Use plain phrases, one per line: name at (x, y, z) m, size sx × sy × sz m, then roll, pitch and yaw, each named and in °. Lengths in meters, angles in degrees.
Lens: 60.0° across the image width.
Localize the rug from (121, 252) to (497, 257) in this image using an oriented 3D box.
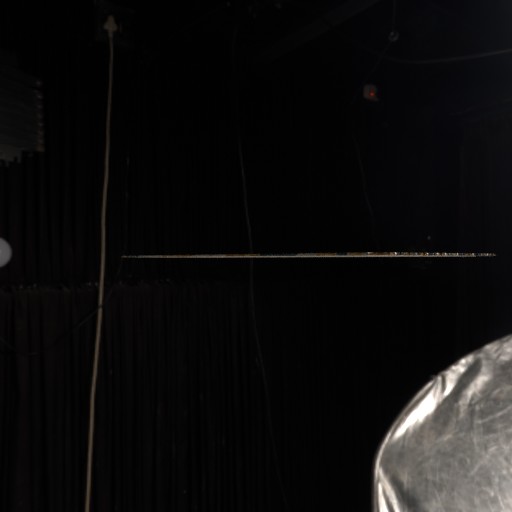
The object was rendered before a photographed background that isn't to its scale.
rug at (0.000, 0.000, 2.633) m, size 0.783 × 0.010 × 2.437 m, roll 0°, pitch 0°, yaw -37°
